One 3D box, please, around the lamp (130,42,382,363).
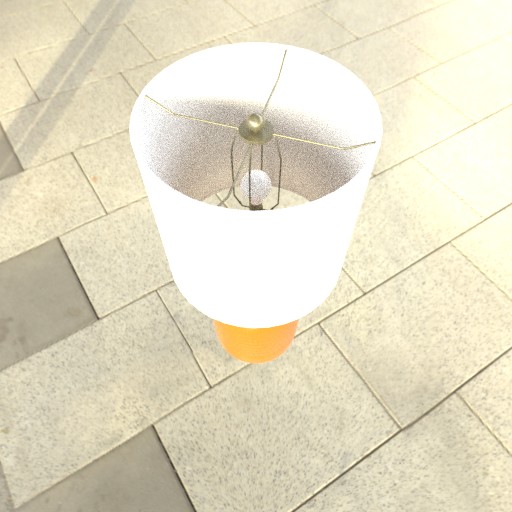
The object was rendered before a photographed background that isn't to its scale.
[{"bbox_3d":[0.000,0.000,1.106,0.418,0.871,0.418,-30,62,-18],"label":"lamp"}]
